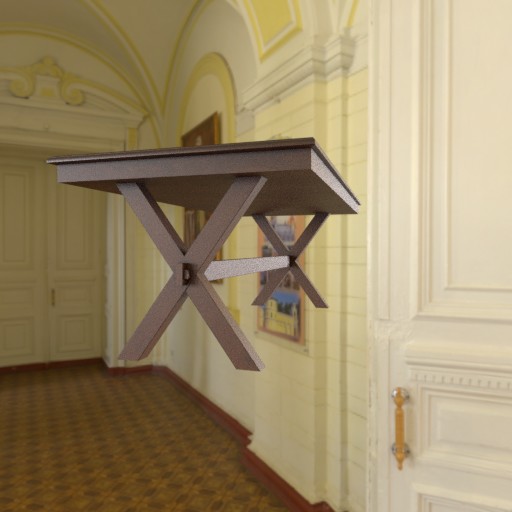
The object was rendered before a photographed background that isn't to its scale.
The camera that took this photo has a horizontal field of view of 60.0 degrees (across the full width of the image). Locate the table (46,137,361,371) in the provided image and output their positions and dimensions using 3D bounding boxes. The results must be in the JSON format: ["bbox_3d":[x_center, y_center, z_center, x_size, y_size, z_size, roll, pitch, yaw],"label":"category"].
[{"bbox_3d":[0.000,0.000,1.463,0.594,0.459,1.197,0,1,17],"label":"table"}]
